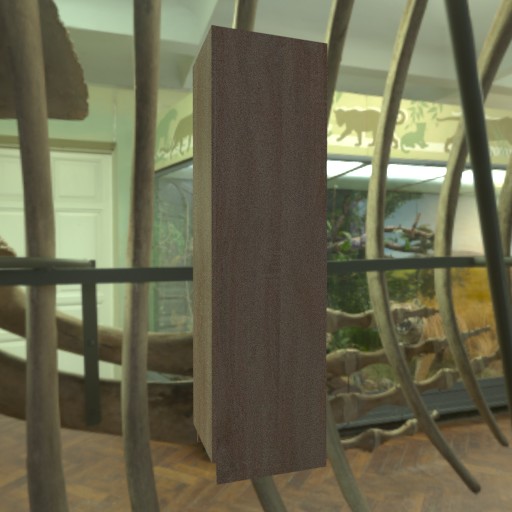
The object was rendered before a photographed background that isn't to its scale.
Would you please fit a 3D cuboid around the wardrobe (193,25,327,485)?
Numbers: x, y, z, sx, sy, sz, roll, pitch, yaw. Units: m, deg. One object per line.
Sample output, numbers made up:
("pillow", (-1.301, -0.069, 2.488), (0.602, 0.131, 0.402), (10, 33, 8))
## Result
("wardrobe", (0.000, 0.000, 2.361), (0.588, 2.117, 0.496), (0, 1, -18))
